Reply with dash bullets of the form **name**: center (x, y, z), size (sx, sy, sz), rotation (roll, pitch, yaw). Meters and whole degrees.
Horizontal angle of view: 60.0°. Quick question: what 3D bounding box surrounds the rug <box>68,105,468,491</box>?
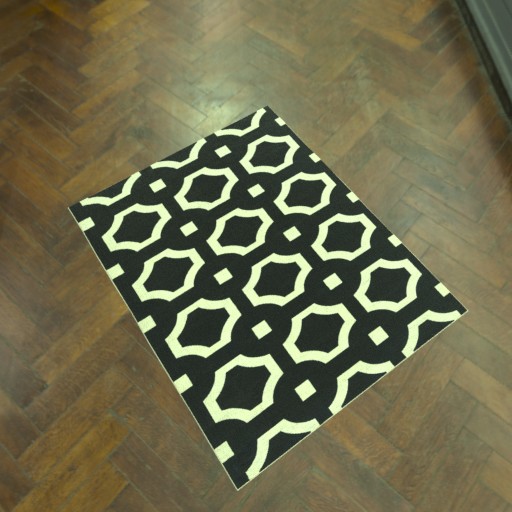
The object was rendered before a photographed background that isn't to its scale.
- **rug**: center (0.000, 0.000, 4.176), size (2.466, 0.021, 3.049), rotation (-32, 67, -15)
